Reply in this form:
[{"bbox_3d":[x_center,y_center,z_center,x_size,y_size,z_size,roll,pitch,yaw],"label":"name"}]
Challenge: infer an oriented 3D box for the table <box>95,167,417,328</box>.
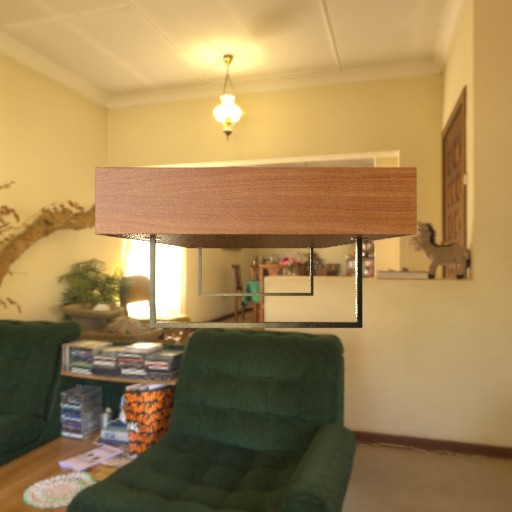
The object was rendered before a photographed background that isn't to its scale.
[{"bbox_3d":[0.000,0.000,1.436,0.610,0.330,1.194,0,0,0],"label":"table"}]
